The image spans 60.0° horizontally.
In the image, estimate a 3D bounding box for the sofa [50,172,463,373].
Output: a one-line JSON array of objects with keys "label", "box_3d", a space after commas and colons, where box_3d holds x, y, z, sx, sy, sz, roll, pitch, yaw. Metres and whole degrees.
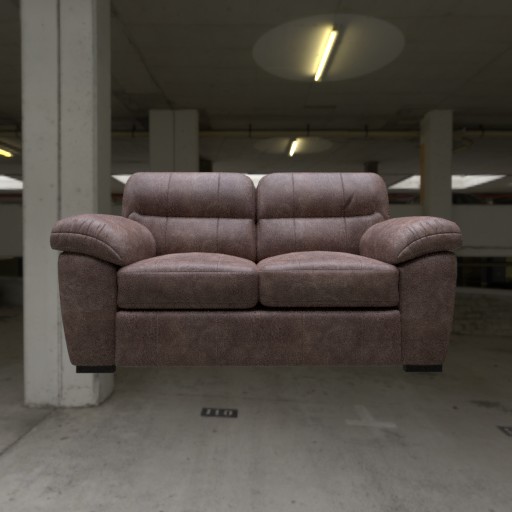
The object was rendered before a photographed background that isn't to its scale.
[{"label": "sofa", "box_3d": [0.000, 0.000, 2.333, 1.753, 0.991, 0.991, 0, 1, -1]}]
